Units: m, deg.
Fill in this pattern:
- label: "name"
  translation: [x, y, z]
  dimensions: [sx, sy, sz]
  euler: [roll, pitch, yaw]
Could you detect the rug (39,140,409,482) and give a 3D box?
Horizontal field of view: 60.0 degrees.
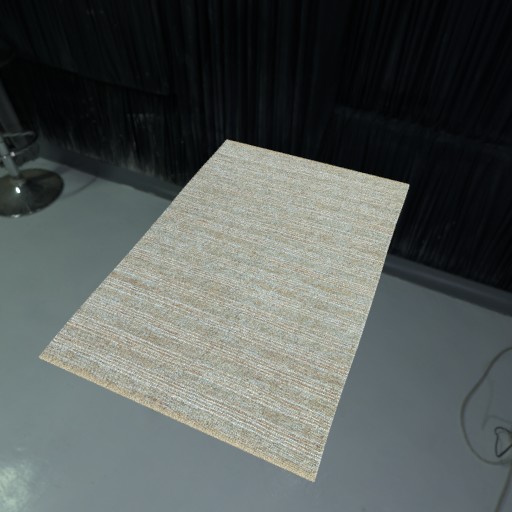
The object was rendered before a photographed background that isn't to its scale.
- label: "rug"
  translation: [0.000, 0.000, 2.291]
  dimensions: [1.240, 0.010, 1.824]
  euler: [18, 50, 16]
